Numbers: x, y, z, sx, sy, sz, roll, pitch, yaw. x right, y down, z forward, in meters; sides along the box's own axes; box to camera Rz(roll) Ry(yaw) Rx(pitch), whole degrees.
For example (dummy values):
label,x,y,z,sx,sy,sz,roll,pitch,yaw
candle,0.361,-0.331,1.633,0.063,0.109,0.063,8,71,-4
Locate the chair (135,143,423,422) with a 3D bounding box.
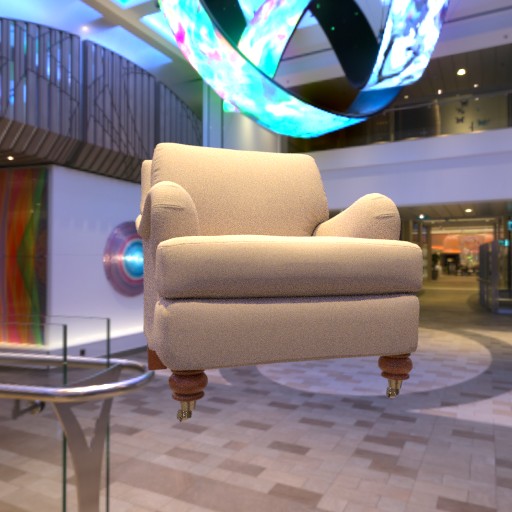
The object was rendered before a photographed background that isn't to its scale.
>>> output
label,x,y,z,sx,sy,sz,roll,pitch,yaw
chair,0.000,0.000,1.876,0.955,1.038,1.070,0,-1,-18
